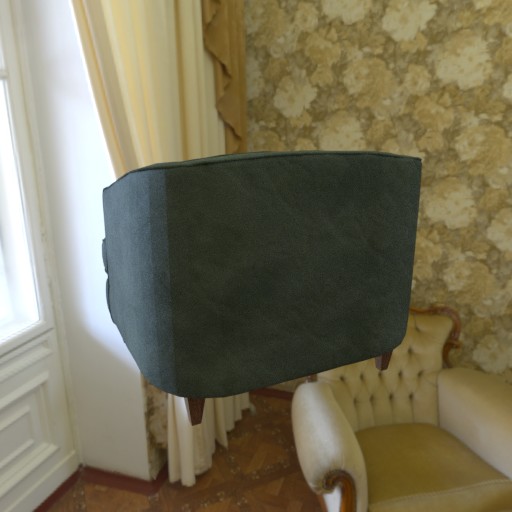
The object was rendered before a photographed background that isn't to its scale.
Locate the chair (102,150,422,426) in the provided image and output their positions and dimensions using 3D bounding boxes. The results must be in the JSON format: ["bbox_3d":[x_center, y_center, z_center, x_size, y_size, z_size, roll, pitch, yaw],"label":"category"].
[{"bbox_3d":[0.000,0.000,1.801,1.104,0.852,0.941,-7,16,-25],"label":"chair"}]
